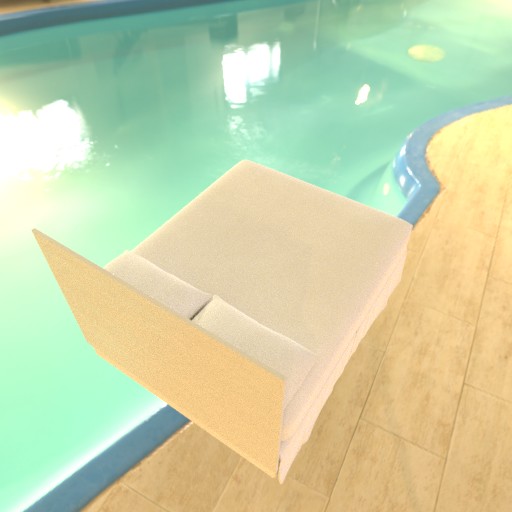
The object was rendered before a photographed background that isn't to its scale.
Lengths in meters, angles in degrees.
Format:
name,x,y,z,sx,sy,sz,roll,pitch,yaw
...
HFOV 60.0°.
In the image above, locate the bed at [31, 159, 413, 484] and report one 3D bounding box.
name,x,y,z,sx,sy,sz,roll,pitch,yaw
bed,0.000,0.000,3.185,1.745,1.335,2.094,26,51,23
